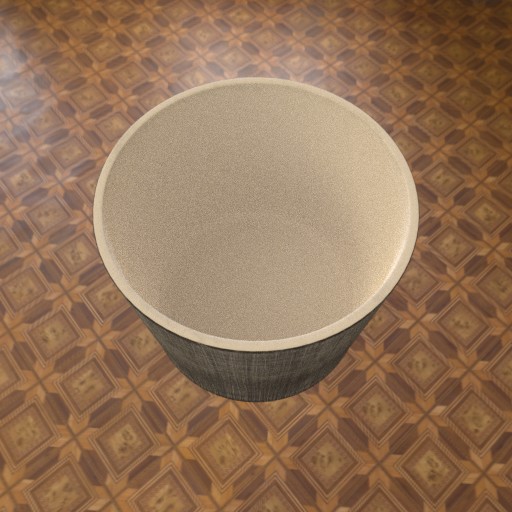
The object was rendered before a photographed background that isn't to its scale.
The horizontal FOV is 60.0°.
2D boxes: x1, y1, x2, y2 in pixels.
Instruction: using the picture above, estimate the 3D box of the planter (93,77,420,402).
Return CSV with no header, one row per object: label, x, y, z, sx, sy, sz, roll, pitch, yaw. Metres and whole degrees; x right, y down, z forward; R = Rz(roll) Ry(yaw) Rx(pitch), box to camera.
planter,0.000,0.000,0.314,0.178,0.157,0.178,0,63,0
